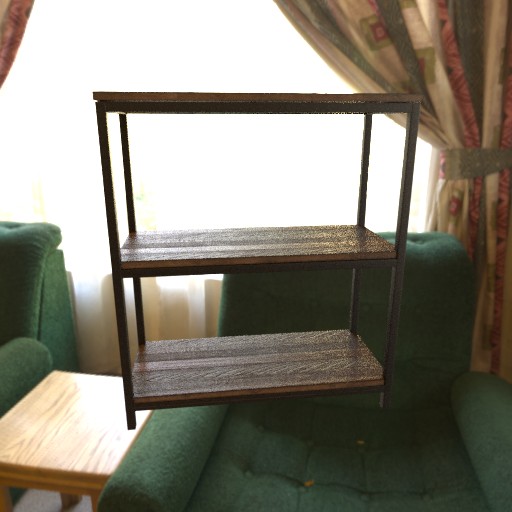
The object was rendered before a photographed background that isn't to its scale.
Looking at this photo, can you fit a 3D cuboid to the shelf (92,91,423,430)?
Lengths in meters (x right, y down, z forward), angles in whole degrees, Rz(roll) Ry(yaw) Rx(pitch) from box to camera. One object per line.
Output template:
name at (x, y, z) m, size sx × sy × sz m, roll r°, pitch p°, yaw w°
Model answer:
shelf at (0.000, 0.000, 1.395) m, size 0.822 × 0.947 × 0.352 m, roll -2°, pitch 17°, yaw -7°
